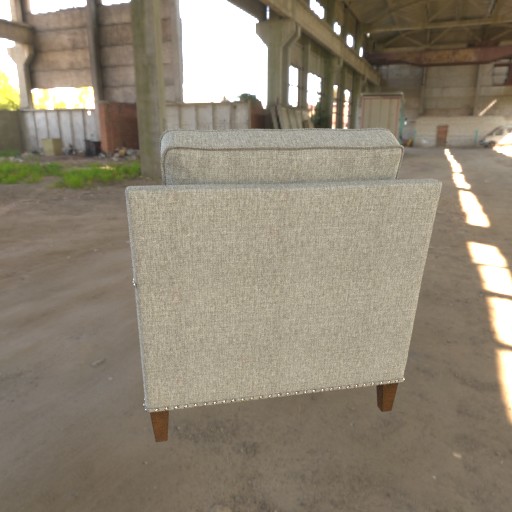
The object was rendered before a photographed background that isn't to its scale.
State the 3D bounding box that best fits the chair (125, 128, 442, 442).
[{"bbox_3d":[0.000,0.000,1.696,0.853,0.943,1.014,-3,16,-11],"label":"chair"}]
